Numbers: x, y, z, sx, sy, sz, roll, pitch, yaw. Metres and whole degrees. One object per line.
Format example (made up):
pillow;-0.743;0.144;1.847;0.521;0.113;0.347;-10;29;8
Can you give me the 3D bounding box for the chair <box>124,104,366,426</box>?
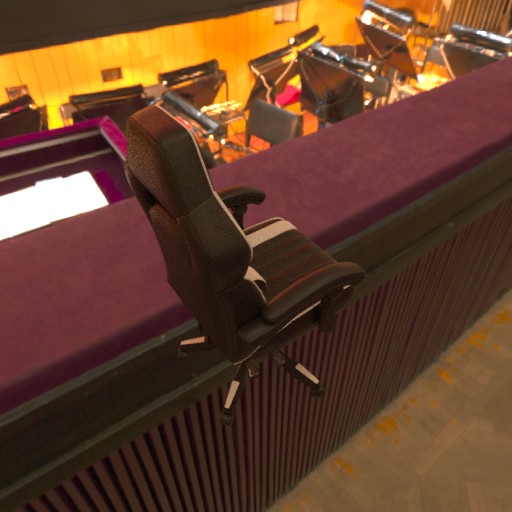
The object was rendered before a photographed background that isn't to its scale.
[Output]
chair;0.000;0.000;1.612;0.700;1.200;0.676;-25;47;-25
